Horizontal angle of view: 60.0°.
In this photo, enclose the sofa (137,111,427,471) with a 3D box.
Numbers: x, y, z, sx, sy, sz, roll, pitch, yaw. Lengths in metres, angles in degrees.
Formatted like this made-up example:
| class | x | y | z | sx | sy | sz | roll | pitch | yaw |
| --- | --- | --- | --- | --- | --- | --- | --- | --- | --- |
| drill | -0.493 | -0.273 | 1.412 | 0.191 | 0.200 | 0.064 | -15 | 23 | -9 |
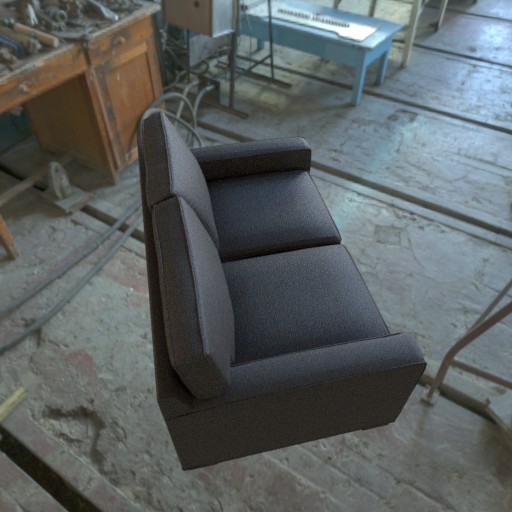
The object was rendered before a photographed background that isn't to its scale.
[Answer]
| class | x | y | z | sx | sy | sz | roll | pitch | yaw |
| --- | --- | --- | --- | --- | --- | --- | --- | --- | --- |
| sofa | 0.000 | 0.000 | 2.130 | 0.974 | 0.887 | 1.534 | -9 | 48 | -9 |
